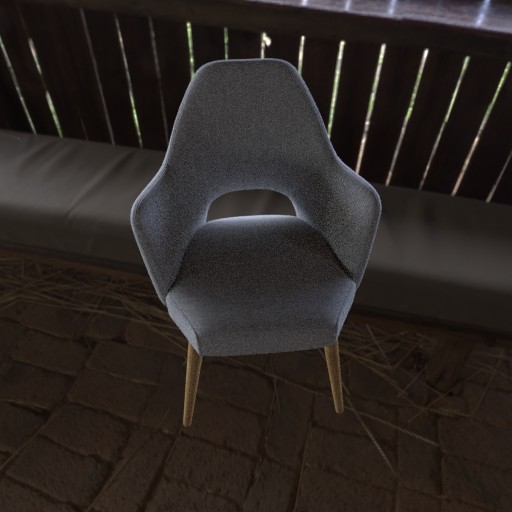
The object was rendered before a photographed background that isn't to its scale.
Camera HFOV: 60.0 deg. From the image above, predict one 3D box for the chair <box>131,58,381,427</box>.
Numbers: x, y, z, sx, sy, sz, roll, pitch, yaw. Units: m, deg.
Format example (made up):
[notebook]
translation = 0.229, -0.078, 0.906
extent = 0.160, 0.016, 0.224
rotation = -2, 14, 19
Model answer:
[chair]
translation = 0.000, 0.000, 1.220
extent = 0.590, 0.840, 0.610
rotation = -4, 46, -4
